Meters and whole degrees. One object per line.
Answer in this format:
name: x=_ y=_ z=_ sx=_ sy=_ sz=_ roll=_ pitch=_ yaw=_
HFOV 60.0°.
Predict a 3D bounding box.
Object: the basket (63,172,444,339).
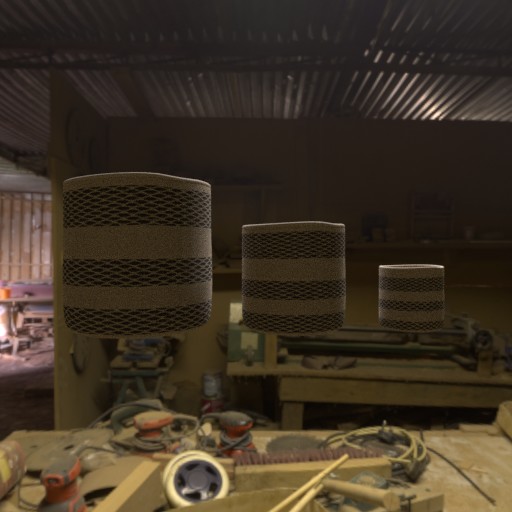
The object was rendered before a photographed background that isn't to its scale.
basket: x=0.000 y=0.000 z=1.091 sx=0.917 sy=0.356 sz=0.351 roll=0 pitch=1 yaw=0
